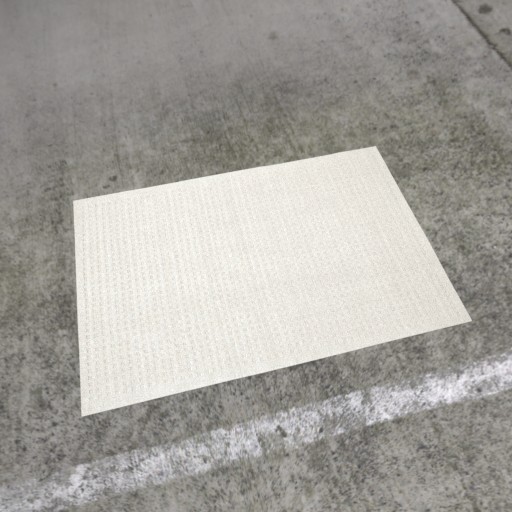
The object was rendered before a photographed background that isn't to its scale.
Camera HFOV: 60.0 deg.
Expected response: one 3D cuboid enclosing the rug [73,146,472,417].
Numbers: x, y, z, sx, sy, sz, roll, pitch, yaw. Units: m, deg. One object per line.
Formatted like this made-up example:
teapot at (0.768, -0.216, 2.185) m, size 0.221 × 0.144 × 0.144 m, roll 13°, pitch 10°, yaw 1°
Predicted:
rug at (0.000, 0.000, 2.892) m, size 2.289 × 0.006 × 1.523 m, roll -12°, pitch 58°, yaw -7°
